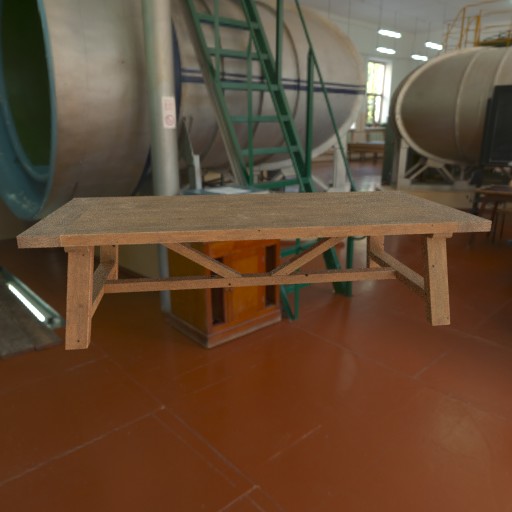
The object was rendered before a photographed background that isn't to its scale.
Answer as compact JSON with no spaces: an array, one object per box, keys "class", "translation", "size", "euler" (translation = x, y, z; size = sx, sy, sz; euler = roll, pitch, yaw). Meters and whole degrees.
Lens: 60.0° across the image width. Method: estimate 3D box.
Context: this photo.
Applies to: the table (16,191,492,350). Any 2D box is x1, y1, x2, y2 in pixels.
[{"class":"table","translation":[0.000,0.000,2.118],"size":[1.800,0.465,0.820],"euler":[-2,17,-8]}]
